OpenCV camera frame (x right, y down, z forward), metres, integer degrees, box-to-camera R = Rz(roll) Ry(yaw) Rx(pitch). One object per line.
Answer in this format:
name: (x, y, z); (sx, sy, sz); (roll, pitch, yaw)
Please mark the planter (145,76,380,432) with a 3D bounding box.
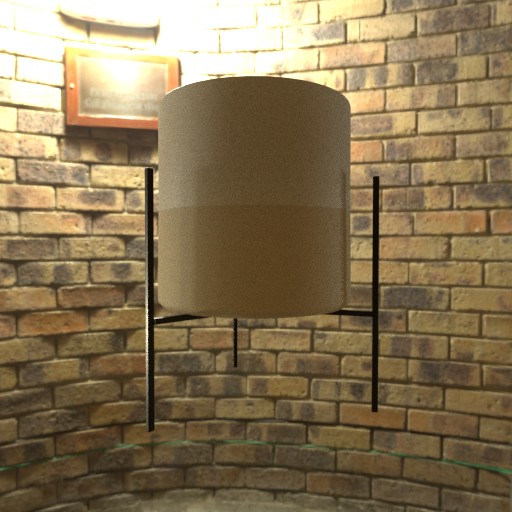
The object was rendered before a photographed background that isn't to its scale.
planter: (0.000, 0.000, 0.539); (0.263, 0.362, 0.267); (1, 2, 36)
